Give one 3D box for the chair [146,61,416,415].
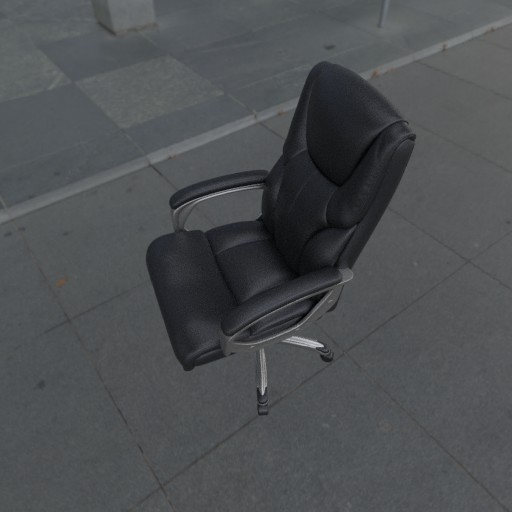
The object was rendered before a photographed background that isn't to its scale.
[{"bbox_3d":[0.000,0.000,1.578,0.739,1.155,0.663,-16,49,-15],"label":"chair"}]
